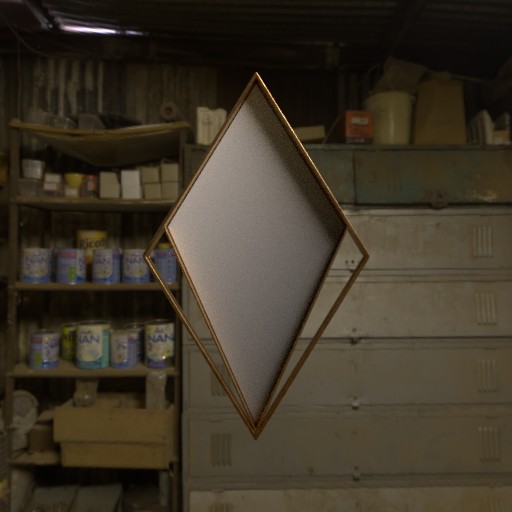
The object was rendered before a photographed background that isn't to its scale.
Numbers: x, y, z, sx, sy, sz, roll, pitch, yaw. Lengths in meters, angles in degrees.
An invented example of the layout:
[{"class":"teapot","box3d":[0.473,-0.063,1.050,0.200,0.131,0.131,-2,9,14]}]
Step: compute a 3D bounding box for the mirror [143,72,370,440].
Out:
[{"class":"mirror","box3d":[0.000,0.000,0.832,0.419,0.679,0.032,0,0,0]}]
